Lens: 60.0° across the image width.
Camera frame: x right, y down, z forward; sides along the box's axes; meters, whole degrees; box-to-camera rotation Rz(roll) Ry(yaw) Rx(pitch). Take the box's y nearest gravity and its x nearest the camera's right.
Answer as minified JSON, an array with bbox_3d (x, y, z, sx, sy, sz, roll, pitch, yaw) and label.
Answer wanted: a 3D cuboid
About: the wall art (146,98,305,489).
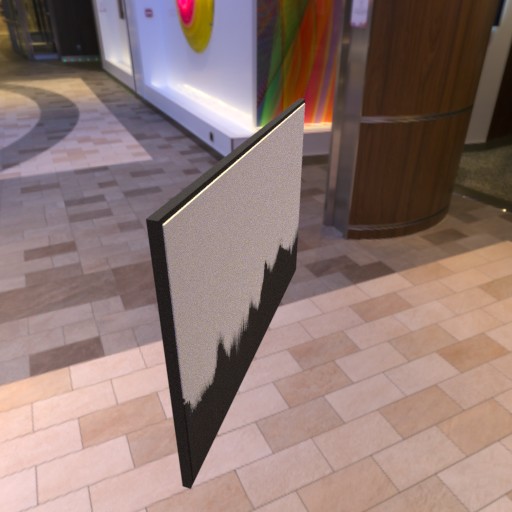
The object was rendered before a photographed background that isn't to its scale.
[{"bbox_3d":[0.000,0.000,1.492,0.028,0.805,1.190,9,31,16],"label":"wall art"}]
